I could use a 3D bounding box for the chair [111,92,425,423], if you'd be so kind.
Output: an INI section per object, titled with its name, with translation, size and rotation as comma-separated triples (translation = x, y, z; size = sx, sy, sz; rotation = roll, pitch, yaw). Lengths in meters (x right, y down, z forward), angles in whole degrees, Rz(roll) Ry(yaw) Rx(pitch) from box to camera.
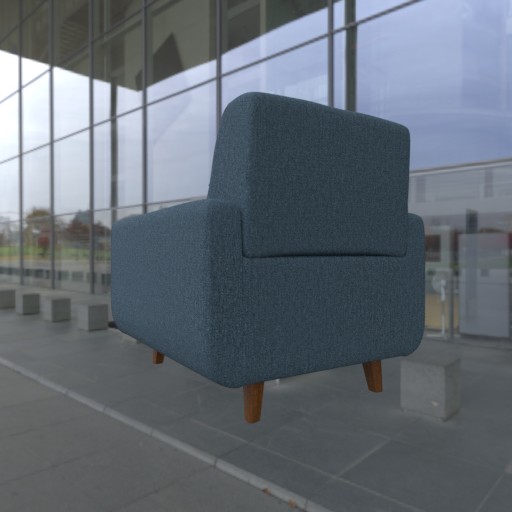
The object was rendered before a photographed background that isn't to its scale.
[chair]
translation = 0.000, 0.000, 1.733
size = 0.880, 0.940, 0.964
rotation = 0, 1, -32
